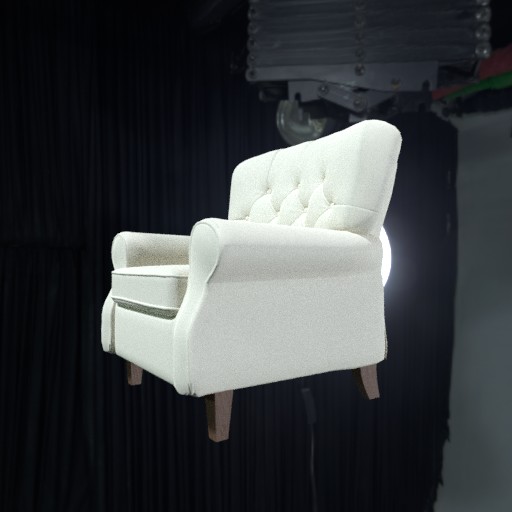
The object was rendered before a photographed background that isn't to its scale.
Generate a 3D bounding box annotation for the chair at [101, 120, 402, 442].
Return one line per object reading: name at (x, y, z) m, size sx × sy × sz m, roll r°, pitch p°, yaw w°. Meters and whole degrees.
chair at (0.000, 0.000, 1.970) m, size 1.132 × 1.169 × 1.035 m, roll 0°, pitch -1°, yaw -35°
